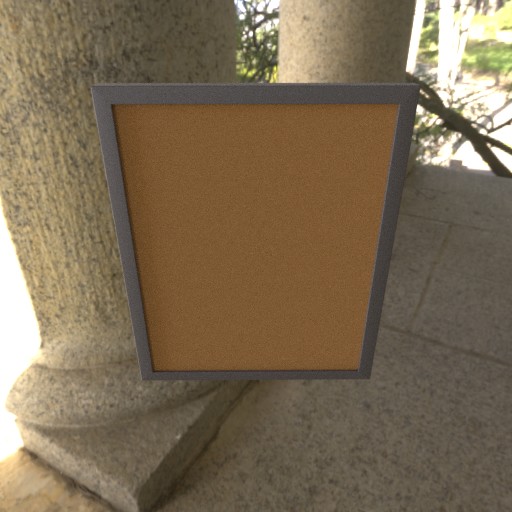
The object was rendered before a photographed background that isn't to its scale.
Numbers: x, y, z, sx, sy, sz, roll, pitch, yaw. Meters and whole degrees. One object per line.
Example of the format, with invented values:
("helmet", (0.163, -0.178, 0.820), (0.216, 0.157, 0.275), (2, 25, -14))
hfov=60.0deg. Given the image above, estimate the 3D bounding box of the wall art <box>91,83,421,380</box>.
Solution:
("wall art", (0.000, 0.000, 0.764), (0.458, 0.558, 0.029), (0, 30, 0))
